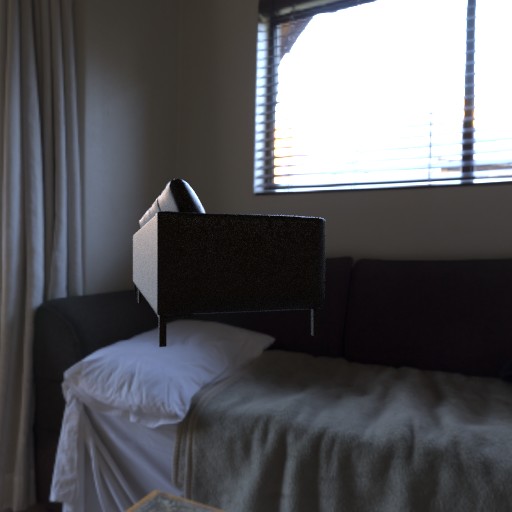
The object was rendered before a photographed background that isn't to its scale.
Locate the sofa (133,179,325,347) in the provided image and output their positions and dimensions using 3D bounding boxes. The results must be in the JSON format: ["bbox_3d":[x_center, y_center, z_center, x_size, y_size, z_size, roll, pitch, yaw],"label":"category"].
[{"bbox_3d":[0.000,0.000,3.808,1.938,0.877,2.984,0,0,-18],"label":"sofa"}]
